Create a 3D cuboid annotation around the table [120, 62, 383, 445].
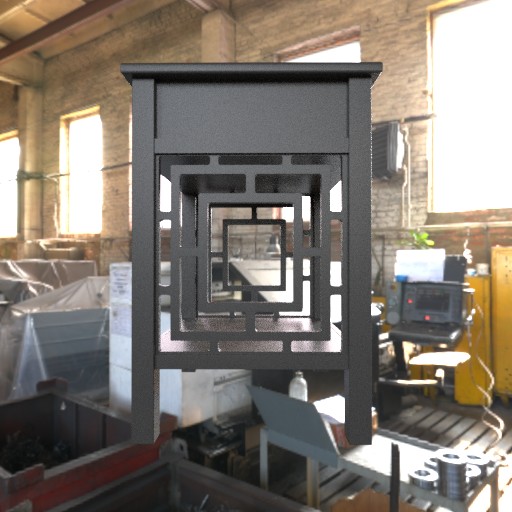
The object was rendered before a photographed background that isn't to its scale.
[{"bbox_3d":[0.000,0.000,1.020,0.451,0.646,0.564,0,0,1],"label":"table"}]
